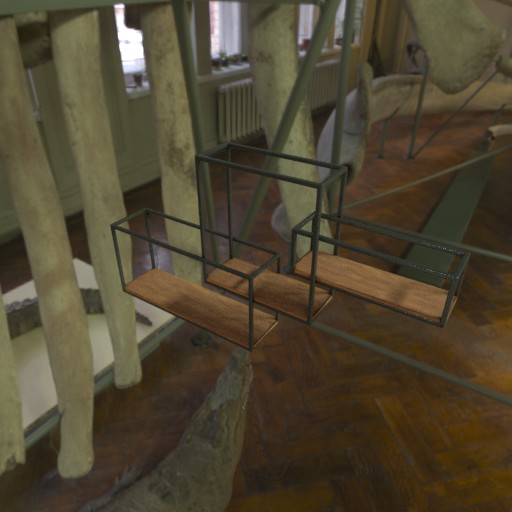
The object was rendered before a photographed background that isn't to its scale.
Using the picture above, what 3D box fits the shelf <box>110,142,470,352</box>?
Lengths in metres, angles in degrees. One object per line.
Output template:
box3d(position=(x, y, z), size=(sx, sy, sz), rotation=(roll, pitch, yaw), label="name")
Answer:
box3d(position=(0.000, 0.000, 2.132), size=(1.781, 0.972, 0.275), rotation=(19, 36, 28), label="shelf")
